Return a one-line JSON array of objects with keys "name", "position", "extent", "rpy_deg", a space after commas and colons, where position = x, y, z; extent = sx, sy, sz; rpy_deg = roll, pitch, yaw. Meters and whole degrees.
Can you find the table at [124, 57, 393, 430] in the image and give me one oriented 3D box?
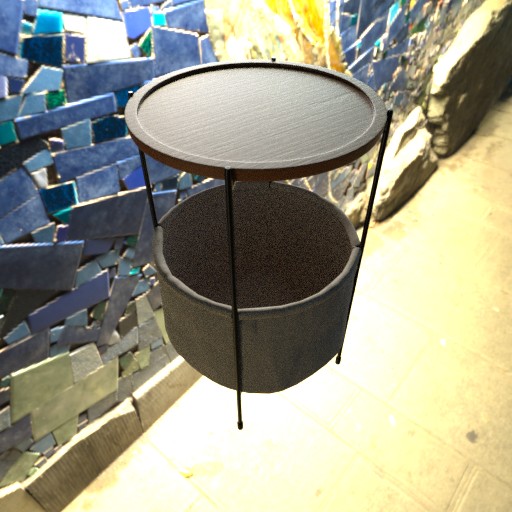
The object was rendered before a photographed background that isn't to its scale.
[{"name": "table", "position": [0.000, 0.000, 0.871], "extent": [0.393, 0.623, 0.393], "rpy_deg": [-25, 48, -26]}]
